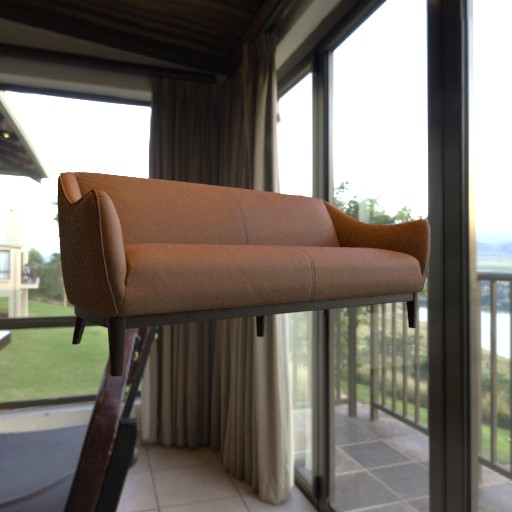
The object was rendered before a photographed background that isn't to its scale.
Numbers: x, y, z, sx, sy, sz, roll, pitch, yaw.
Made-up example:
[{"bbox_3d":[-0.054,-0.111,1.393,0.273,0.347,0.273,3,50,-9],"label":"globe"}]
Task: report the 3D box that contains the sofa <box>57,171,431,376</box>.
[{"bbox_3d":[0.000,0.000,2.323,1.928,0.830,0.869,0,0,-37],"label":"sofa"}]
